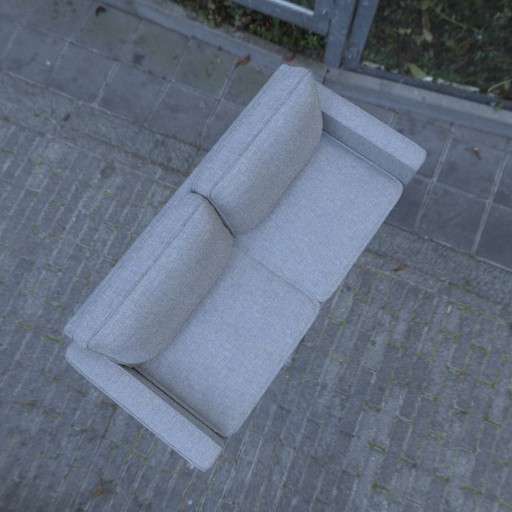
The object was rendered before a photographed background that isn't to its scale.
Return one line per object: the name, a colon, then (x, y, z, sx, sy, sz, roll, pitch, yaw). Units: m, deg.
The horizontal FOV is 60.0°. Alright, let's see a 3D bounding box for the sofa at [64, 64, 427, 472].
sofa: (0.000, 0.000, 2.493, 0.945, 0.918, 2.078, 35, 79, 8)
